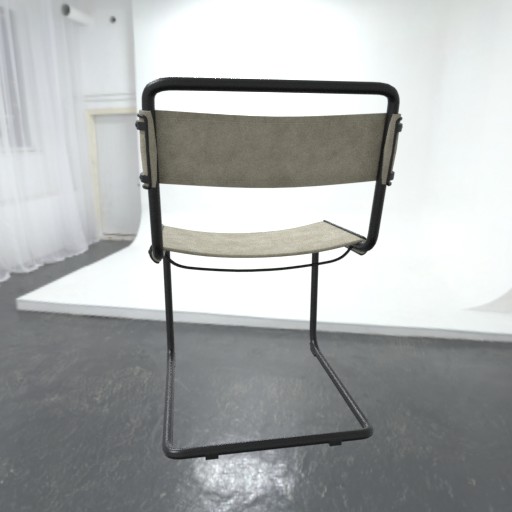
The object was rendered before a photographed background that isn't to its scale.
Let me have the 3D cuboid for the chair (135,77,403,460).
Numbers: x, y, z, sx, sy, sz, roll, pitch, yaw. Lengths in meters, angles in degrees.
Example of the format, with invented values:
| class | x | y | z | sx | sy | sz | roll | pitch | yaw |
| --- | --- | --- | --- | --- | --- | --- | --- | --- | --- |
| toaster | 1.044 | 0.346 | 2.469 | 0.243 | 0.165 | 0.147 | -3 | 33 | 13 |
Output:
| class | x | y | z | sx | sy | sz | roll | pitch | yaw |
| --- | --- | --- | --- | --- | --- | --- | --- | --- | --- |
| chair | 0.000 | 0.000 | 1.087 | 0.499 | 0.747 | 0.497 | -2 | 14 | -9 |
